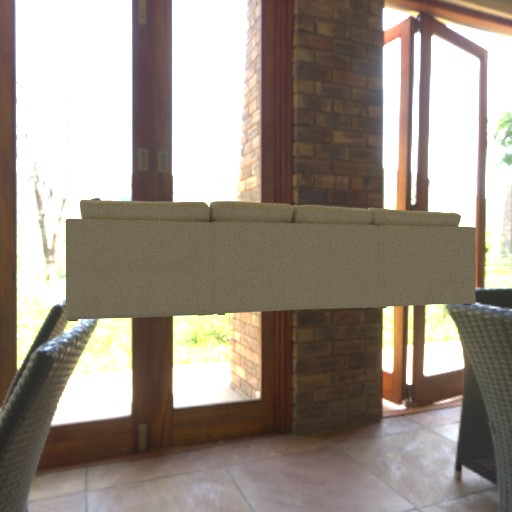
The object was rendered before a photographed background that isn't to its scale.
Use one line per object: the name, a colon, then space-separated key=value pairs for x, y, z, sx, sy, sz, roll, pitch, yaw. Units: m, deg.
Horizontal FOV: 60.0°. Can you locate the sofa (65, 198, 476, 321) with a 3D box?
sofa: x=0.000 y=0.000 z=4.625 sx=3.464 sy=0.882 sz=2.448 roll=0 pitch=0 yaw=-18
